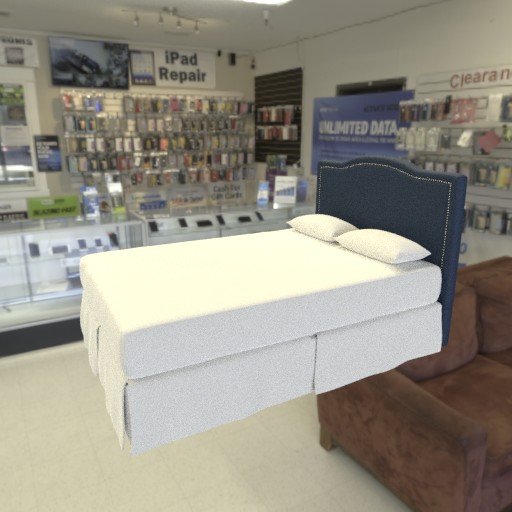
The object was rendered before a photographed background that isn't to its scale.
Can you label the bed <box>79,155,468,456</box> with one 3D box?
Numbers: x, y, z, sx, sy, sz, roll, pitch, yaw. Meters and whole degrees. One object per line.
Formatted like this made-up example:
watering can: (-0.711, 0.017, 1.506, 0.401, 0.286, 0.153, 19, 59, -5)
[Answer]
bed: (0.000, 0.000, 3.404, 2.507, 1.441, 1.741, -8, 18, -27)
